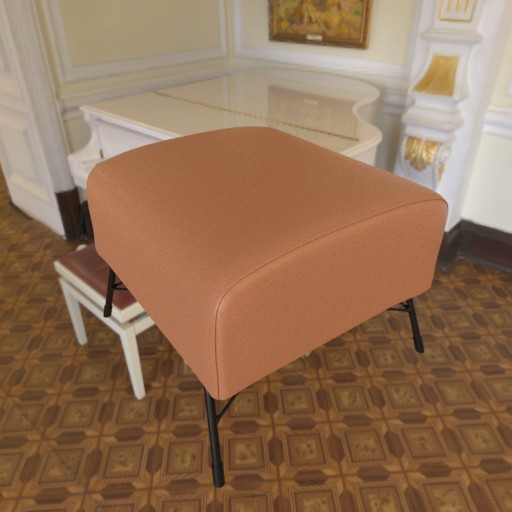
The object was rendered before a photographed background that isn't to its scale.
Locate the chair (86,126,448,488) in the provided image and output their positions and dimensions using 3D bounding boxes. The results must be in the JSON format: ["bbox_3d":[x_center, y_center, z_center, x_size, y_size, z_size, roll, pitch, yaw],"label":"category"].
[{"bbox_3d":[0.000,0.000,0.905,0.530,0.410,0.530,-21,38,-30],"label":"chair"}]
